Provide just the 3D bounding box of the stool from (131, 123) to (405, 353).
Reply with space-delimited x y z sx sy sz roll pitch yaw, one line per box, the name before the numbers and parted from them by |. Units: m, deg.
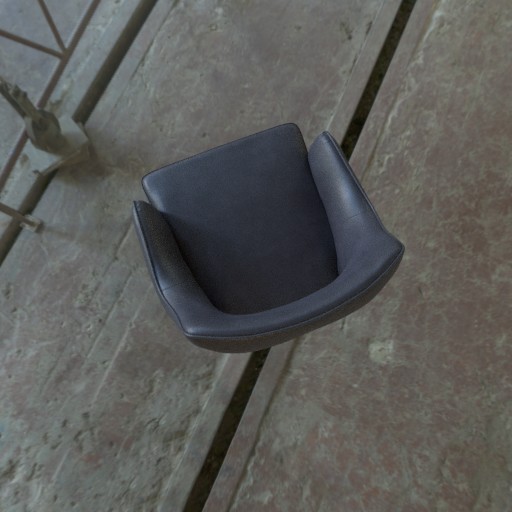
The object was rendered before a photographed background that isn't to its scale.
stool | 0.000 0.000 1.330 0.550 1.041 0.560 -21 77 -5
